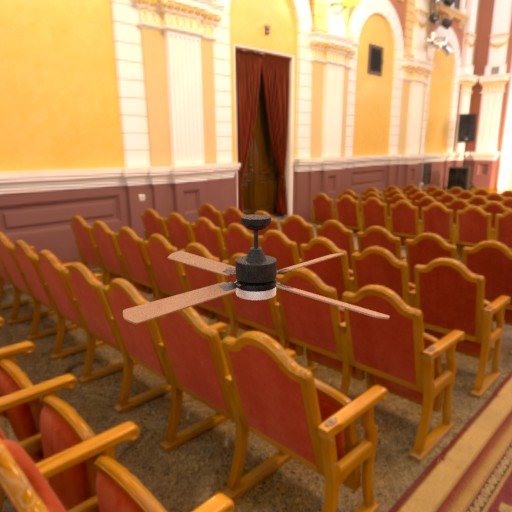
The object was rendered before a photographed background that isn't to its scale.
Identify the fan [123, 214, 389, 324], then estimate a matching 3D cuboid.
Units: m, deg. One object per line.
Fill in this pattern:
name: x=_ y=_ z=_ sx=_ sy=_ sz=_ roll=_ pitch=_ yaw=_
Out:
fan: x=0.000 y=0.000 z=1.994 sx=1.320 sy=0.355 sz=1.320 roll=14 pitch=20 yaw=43
